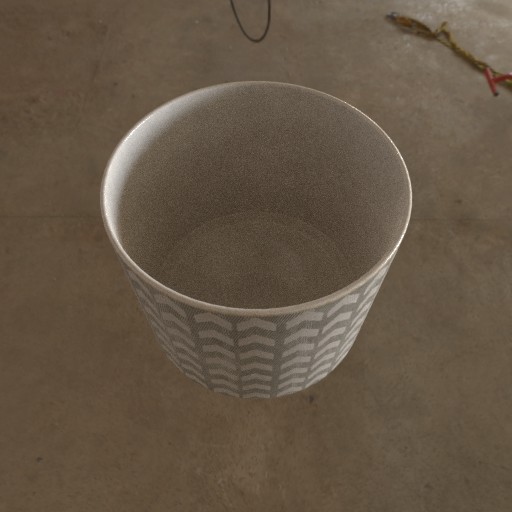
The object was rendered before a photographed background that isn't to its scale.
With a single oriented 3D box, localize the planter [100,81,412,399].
[{"bbox_3d":[0.000,0.000,0.349,0.190,0.181,0.190,0,57,0],"label":"planter"}]
